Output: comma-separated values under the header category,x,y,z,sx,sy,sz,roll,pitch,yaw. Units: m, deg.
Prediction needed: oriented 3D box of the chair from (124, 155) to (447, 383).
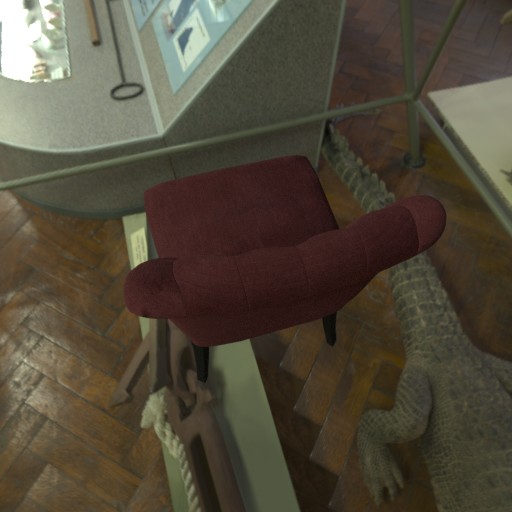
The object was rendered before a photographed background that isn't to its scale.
category,x,y,z,sx,sy,sz,roll,pitch,yaw
chair,0.000,0.000,1.174,0.582,0.750,0.605,-14,58,-9
